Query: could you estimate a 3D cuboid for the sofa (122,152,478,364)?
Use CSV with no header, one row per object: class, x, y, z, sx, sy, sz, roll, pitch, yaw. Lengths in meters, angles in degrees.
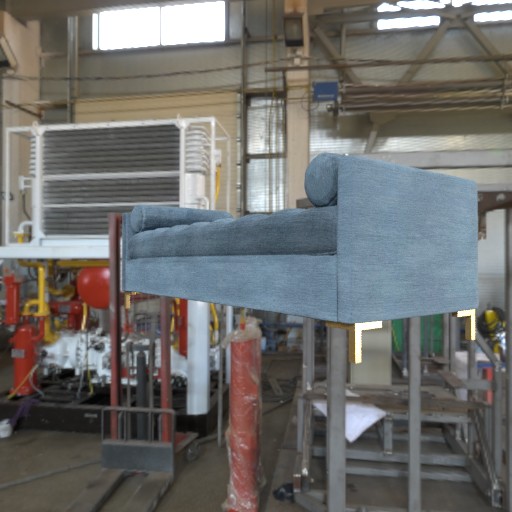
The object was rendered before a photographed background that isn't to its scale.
sofa,0.000,0.000,2.436,0.796,0.705,2.102,1,-1,-36
